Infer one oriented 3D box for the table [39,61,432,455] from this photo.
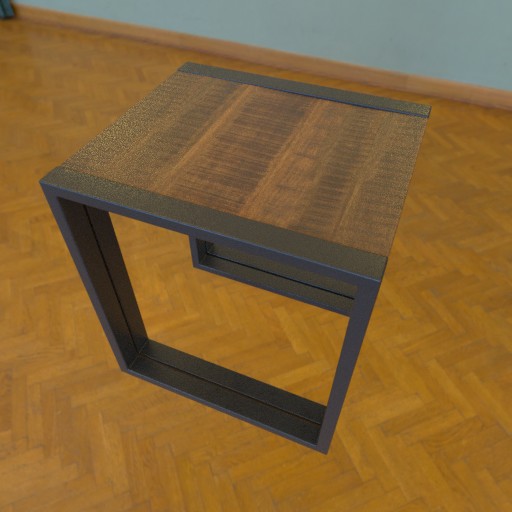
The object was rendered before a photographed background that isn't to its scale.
[{"bbox_3d":[0.000,0.000,0.917,0.500,0.550,0.449,17,49,15],"label":"table"}]
